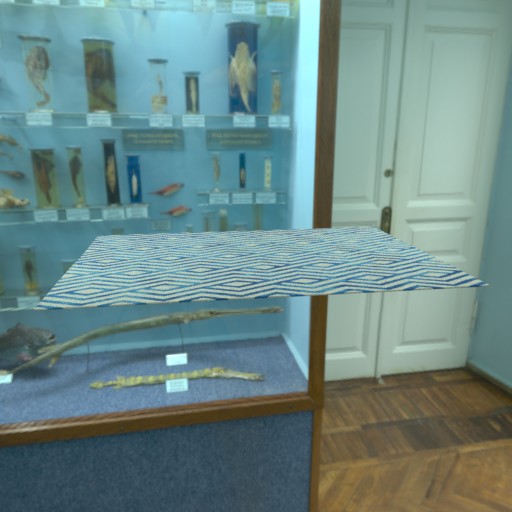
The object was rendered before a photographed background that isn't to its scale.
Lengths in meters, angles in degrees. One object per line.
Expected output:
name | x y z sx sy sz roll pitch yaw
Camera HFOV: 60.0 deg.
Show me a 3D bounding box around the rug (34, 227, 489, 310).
rug | 0.000 0.000 2.340 1.830 0.008 1.225 -2 16 -8
